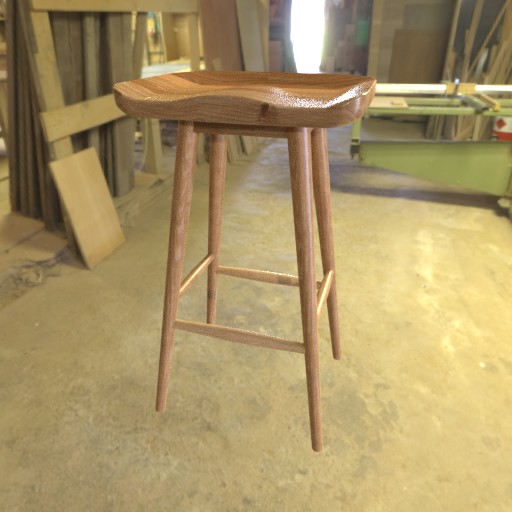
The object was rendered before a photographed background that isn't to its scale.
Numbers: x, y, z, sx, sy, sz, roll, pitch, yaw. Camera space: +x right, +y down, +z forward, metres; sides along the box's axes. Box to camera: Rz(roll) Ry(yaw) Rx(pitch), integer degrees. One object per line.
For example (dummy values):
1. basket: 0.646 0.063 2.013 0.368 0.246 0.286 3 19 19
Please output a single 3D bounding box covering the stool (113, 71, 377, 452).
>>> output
1. stool: 0.000 0.000 0.939 0.407 0.698 0.322 8 28 15
